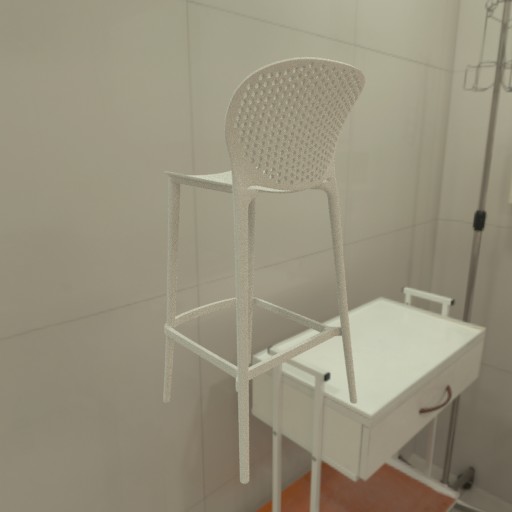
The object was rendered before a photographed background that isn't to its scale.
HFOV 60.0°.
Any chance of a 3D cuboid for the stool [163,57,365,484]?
[{"bbox_3d":[0.000,0.000,1.351,0.536,1.045,0.535,-14,20,-43],"label":"stool"}]
